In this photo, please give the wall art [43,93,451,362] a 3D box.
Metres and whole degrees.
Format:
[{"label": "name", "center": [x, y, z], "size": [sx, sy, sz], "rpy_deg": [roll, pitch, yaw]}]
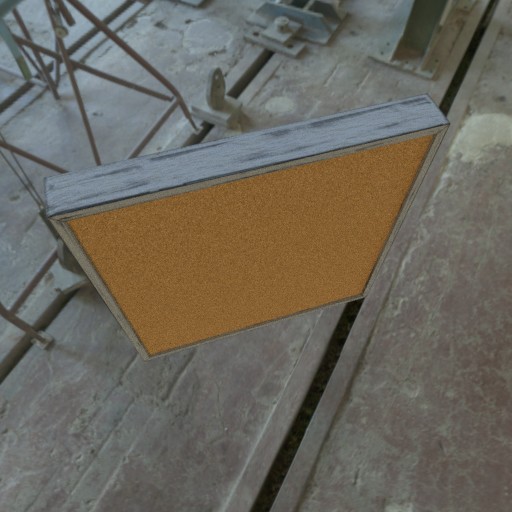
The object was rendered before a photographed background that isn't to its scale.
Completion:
[{"label": "wall art", "center": [0.000, 0.000, 0.457], "size": [0.303, 0.303, 0.036], "rpy_deg": [-15, 60, -9]}]
